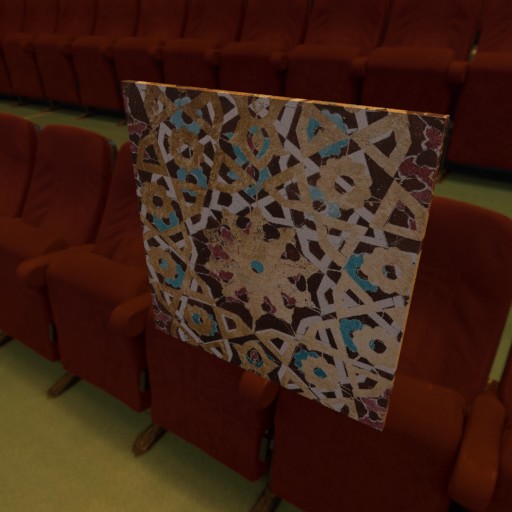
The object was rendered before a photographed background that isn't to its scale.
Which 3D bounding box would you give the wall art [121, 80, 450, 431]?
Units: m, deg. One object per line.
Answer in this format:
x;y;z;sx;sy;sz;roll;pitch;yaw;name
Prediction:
0.000;0.000;1.100;0.757;0.762;0.028;17;34;28;wall art
